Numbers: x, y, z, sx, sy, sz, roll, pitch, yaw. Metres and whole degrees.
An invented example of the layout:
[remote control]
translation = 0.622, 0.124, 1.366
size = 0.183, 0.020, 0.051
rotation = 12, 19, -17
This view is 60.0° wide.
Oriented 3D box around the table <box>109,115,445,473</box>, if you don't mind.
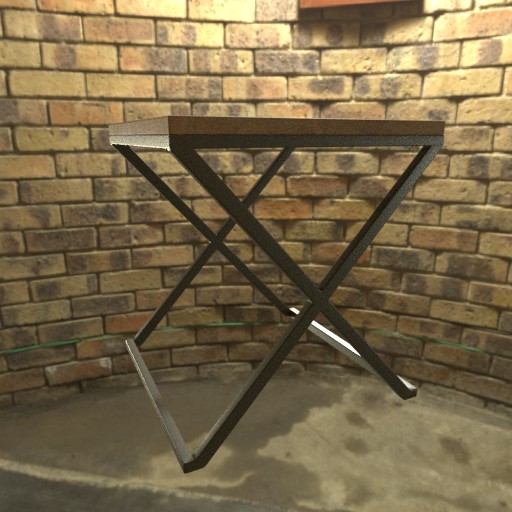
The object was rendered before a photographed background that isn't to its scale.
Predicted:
[table]
translation = 0.000, 0.000, 0.954
size = 0.498, 0.550, 0.499
rotation = -7, 17, -25
